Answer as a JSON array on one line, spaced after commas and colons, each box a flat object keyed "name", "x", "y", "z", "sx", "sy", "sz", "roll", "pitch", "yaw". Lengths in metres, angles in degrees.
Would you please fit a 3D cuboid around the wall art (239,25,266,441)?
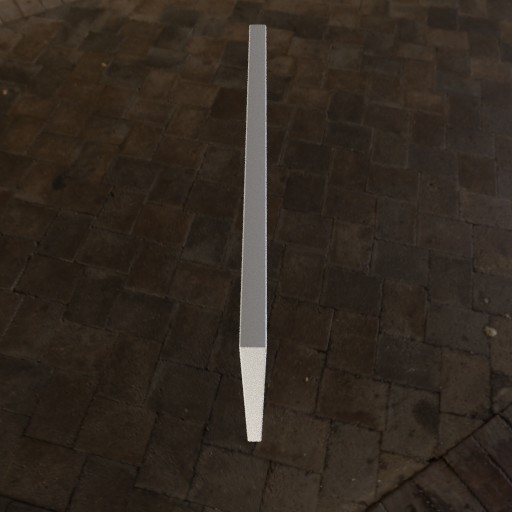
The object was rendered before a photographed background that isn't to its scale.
[{"name": "wall art", "x": 0.000, "y": 0.000, "z": 1.493, "sx": 0.049, "sy": 1.009, "sz": 1.009, "roll": 1, "pitch": 58, "yaw": 0}]
